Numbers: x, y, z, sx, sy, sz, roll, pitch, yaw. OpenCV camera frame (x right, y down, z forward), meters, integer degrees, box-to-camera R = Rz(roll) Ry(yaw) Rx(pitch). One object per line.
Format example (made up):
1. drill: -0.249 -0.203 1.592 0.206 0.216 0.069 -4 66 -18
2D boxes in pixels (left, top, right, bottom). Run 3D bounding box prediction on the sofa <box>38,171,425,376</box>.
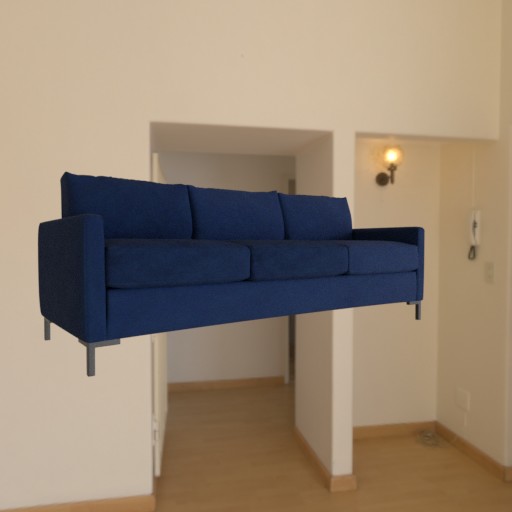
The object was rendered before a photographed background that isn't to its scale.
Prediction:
1. sofa: 0.000 0.000 2.655 2.252 0.879 0.875 -1 2 -36
